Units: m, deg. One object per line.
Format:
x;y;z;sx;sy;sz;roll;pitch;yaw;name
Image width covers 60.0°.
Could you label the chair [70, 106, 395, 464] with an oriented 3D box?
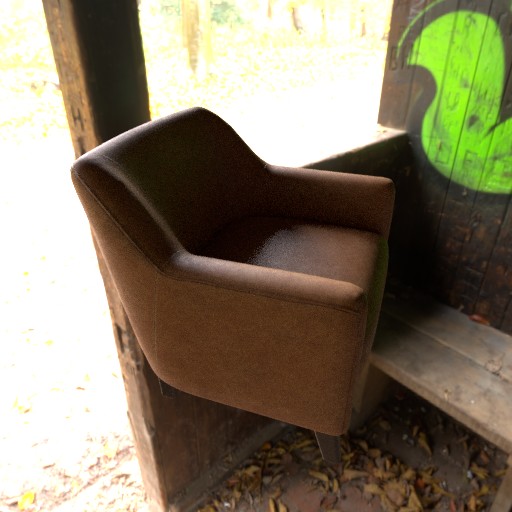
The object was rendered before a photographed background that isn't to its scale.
0.000;0.000;1.815;1.034;0.980;1.037;11;32;17;chair
